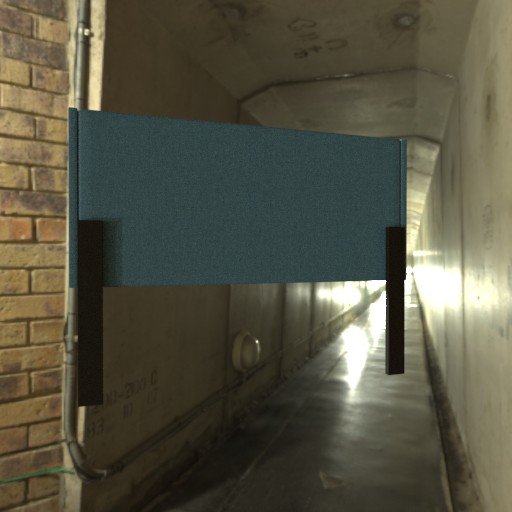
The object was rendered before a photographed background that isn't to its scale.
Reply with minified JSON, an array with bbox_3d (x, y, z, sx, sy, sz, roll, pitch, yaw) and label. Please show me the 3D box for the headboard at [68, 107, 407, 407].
[{"bbox_3d":[0.000,0.000,2.635,2.051,1.524,0.184,0,0,-18],"label":"headboard"}]
